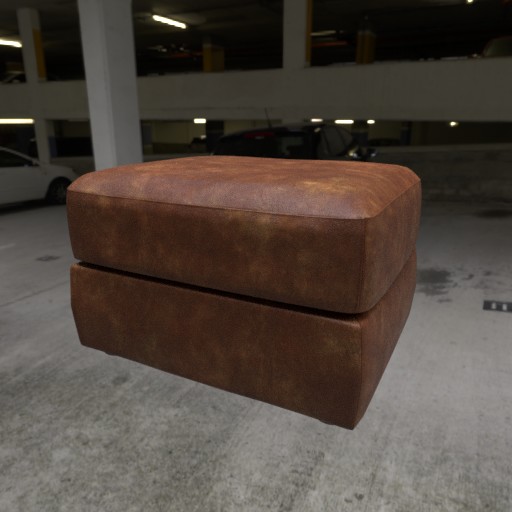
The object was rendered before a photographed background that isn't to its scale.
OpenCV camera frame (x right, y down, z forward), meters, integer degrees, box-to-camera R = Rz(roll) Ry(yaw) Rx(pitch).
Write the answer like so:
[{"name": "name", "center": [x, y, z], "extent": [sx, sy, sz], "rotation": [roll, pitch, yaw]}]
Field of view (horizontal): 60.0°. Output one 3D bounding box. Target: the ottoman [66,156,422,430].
[{"name": "ottoman", "center": [0.000, 0.000, 1.151], "extent": [0.751, 0.476, 0.603], "rotation": [9, 19, 26]}]
